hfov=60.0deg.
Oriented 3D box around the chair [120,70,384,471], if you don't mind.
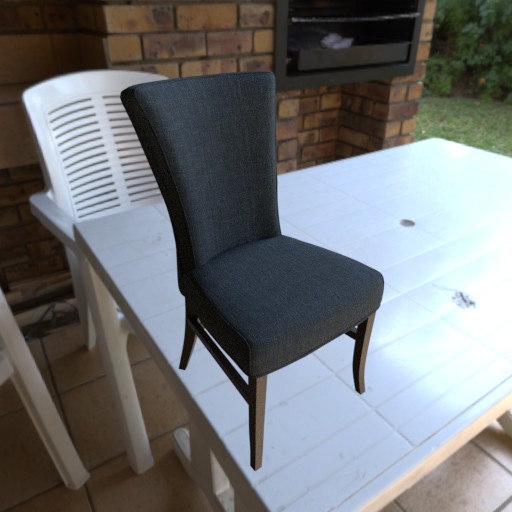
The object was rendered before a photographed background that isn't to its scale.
[{"bbox_3d":[0.000,0.000,1.377,0.520,0.991,0.660,-22,37,-32],"label":"chair"}]
